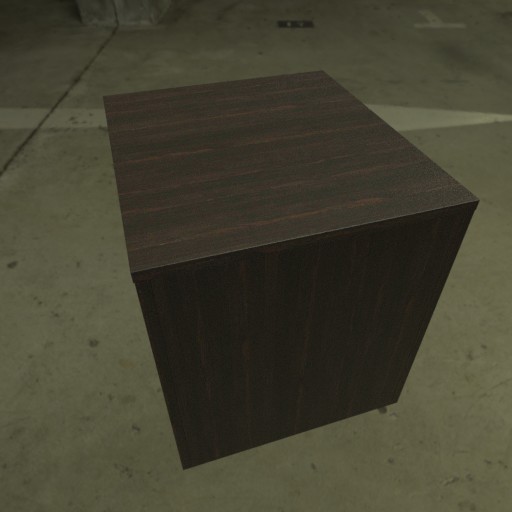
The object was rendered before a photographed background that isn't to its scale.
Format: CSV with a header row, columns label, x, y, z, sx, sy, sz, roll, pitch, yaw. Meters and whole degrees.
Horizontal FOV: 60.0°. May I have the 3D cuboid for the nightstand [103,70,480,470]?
label,x,y,z,sx,sy,sz,roll,pitch,yaw
nightstand,0.000,0.000,0.787,0.400,0.460,0.461,-12,43,-13
